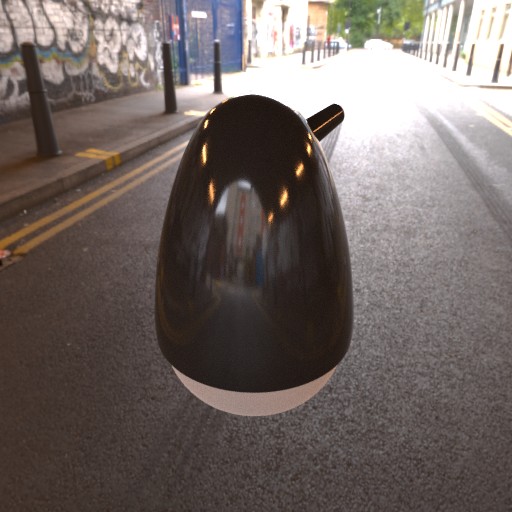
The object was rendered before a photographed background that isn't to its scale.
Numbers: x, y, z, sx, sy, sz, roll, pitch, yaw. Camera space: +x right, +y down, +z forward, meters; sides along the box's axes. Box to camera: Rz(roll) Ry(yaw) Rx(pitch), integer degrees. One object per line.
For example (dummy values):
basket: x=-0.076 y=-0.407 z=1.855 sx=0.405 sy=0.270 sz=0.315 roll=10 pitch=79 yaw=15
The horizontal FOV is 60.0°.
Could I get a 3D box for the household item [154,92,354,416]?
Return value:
household item: x=0.000 y=0.000 z=0.218 sx=0.104 sy=0.152 sz=0.102 roll=-18 pitch=32 yaw=-32
